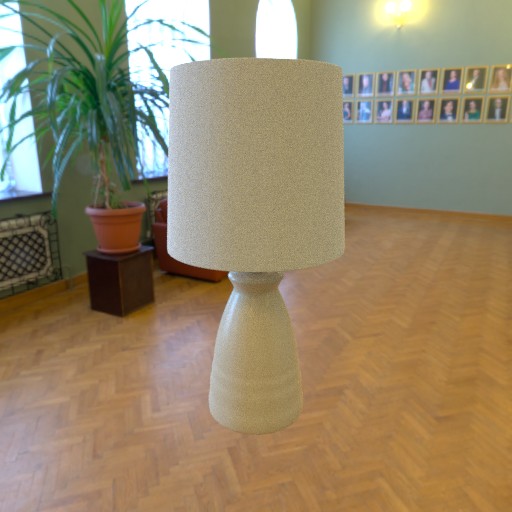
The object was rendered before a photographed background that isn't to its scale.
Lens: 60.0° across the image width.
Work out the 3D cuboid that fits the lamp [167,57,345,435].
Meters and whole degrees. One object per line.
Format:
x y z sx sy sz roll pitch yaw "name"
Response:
0.000 0.000 0.477 0.186 0.369 0.186 0 16 0 "lamp"
